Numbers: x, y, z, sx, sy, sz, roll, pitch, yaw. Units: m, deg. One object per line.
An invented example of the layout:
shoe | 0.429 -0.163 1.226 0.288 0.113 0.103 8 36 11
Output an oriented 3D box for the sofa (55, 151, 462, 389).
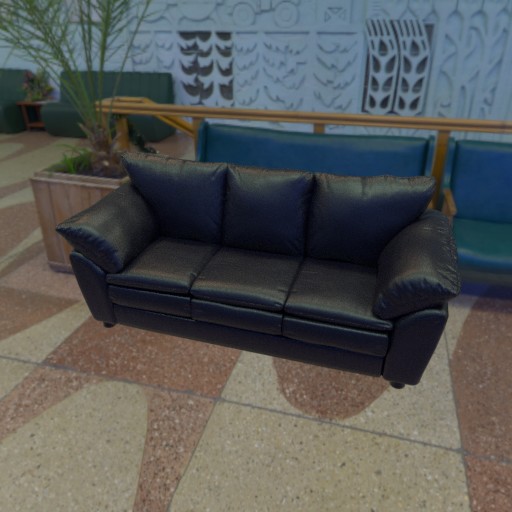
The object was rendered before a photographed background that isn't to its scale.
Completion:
sofa | 0.000 0.000 2.858 2.336 1.073 0.880 8 28 16
